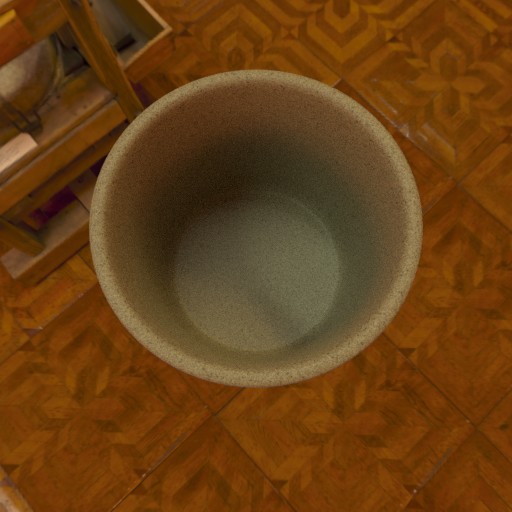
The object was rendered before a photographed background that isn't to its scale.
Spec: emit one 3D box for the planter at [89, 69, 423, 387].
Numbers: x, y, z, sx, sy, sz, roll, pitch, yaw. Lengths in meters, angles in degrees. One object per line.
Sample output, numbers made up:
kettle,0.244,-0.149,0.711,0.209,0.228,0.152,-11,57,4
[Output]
planter,0.000,0.000,0.349,0.191,0.200,0.191,0,76,0
